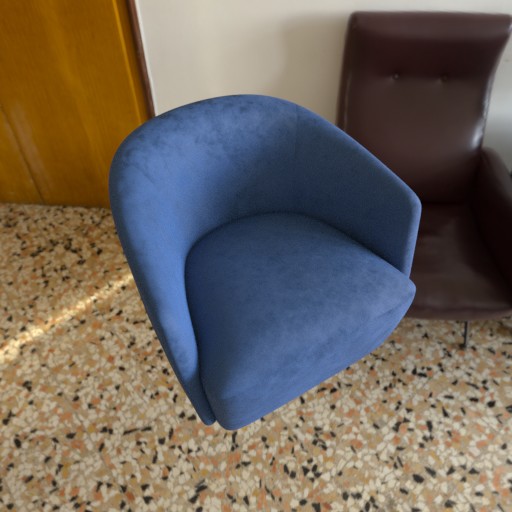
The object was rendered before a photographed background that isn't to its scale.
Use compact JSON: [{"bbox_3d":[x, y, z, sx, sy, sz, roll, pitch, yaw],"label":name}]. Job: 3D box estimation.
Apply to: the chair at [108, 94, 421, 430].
[{"bbox_3d":[0.000,0.000,1.363,0.773,0.698,0.767,-24,51,-21],"label":"chair"}]
